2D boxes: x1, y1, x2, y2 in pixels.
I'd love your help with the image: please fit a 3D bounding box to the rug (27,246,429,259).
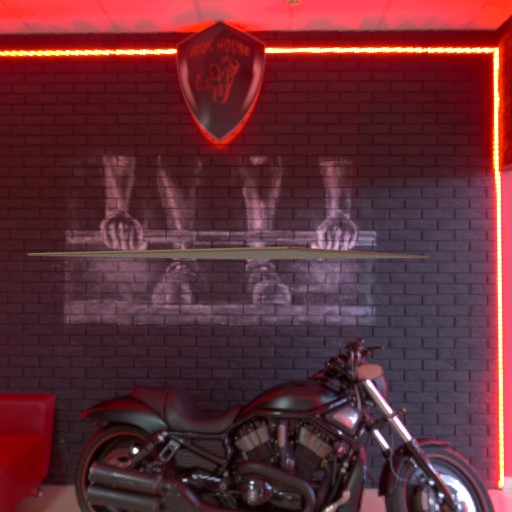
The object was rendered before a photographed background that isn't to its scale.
[{"bbox_3d":[0.000,0.000,4.118,2.413,0.020,3.041,-1,-1,34],"label":"rug"}]
